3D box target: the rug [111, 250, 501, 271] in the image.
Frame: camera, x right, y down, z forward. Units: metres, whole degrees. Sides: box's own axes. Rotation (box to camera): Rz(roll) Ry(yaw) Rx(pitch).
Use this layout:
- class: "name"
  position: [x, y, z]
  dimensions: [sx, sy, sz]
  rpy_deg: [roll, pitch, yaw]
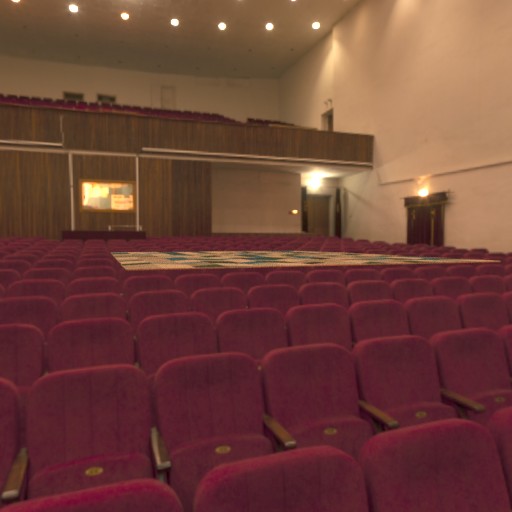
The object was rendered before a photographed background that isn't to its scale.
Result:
- class: "rug"
  position: [0.000, 0.000, 4.002]
  dimensions: [2.440, 0.008, 3.036]
  rpy_deg: [-1, 2, -20]
